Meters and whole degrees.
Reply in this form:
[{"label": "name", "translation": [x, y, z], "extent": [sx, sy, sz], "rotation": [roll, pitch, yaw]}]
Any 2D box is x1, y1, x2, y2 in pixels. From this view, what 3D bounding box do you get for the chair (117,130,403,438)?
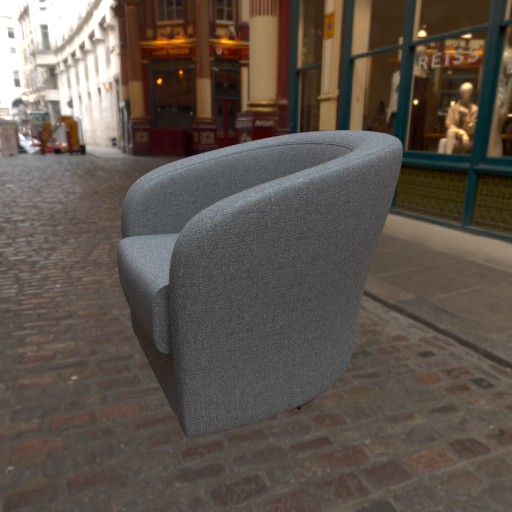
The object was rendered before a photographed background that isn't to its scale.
[{"label": "chair", "translation": [0.000, 0.000, 1.424], "extent": [0.815, 0.771, 0.791], "rotation": [-8, 18, -25]}]
